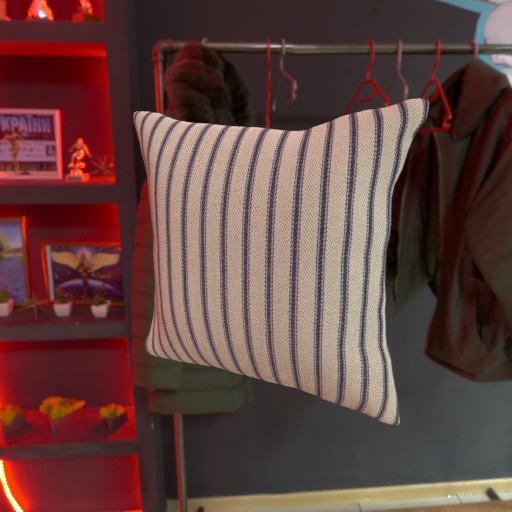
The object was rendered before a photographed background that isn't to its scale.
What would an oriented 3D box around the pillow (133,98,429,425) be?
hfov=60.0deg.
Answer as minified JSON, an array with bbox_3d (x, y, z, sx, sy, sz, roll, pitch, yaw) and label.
[{"bbox_3d":[0.000,0.000,0.686,0.468,0.444,0.138,8,17,27],"label":"pillow"}]
